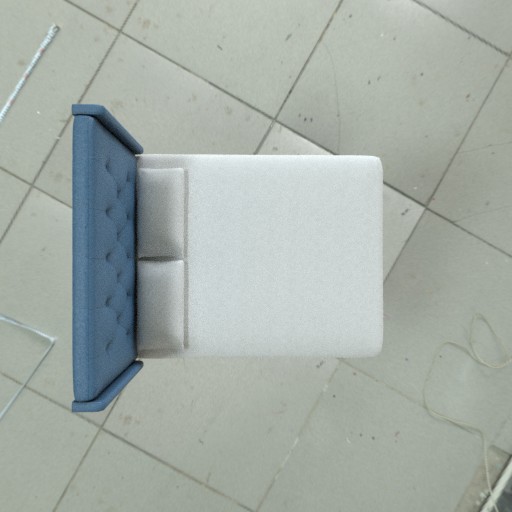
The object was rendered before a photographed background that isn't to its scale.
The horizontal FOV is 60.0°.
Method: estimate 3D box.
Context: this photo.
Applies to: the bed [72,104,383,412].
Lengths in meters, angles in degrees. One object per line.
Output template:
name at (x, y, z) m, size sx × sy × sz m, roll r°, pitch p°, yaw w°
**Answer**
bed at (0.000, 0.000, 3.267) m, size 2.078 × 1.665 × 1.719 m, roll 0°, pitch 90°, yaw -1°
